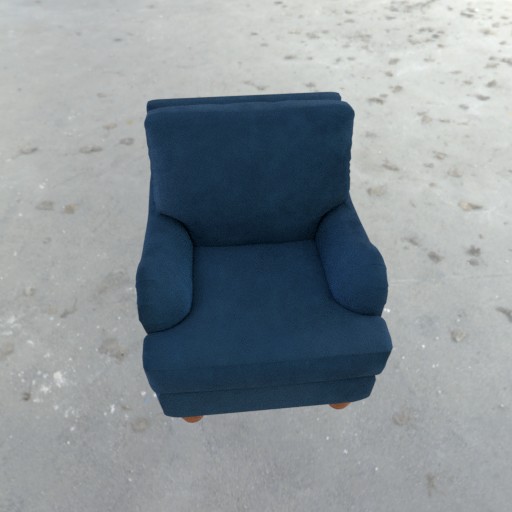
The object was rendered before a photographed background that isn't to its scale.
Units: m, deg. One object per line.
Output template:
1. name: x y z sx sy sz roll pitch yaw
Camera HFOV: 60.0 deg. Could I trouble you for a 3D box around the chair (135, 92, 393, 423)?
1. chair: 0.000 0.000 1.860 0.895 1.076 1.078 -4 46 -4
